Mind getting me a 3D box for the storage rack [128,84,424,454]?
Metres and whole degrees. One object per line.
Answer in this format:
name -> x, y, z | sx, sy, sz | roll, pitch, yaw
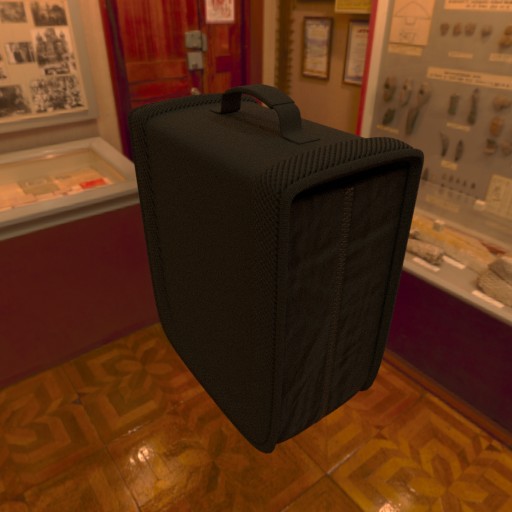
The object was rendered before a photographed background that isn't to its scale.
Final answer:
storage rack -> 0.000, 0.000, 0.536 | 0.168, 0.387, 0.297 | -20, 37, -30
